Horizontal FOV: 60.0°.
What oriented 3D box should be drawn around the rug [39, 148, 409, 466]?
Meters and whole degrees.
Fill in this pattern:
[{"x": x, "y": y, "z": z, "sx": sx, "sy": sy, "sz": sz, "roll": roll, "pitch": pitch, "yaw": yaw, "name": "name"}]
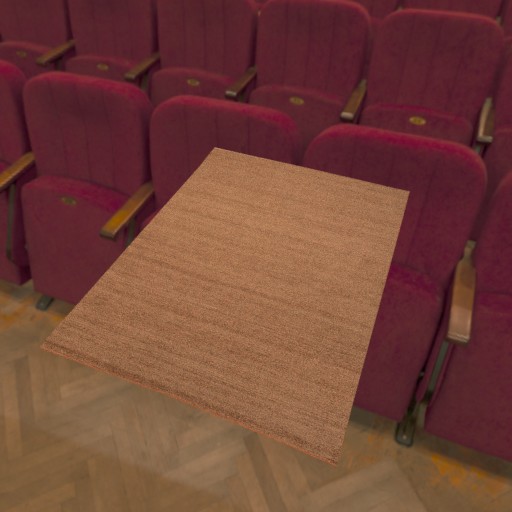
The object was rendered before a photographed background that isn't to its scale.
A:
[{"x": 0.000, "y": 0.000, "z": 5.009, "sx": 2.873, "sy": 0.053, "sz": 3.778, "roll": 16, "pitch": 47, "yaw": 15, "name": "rug"}]
